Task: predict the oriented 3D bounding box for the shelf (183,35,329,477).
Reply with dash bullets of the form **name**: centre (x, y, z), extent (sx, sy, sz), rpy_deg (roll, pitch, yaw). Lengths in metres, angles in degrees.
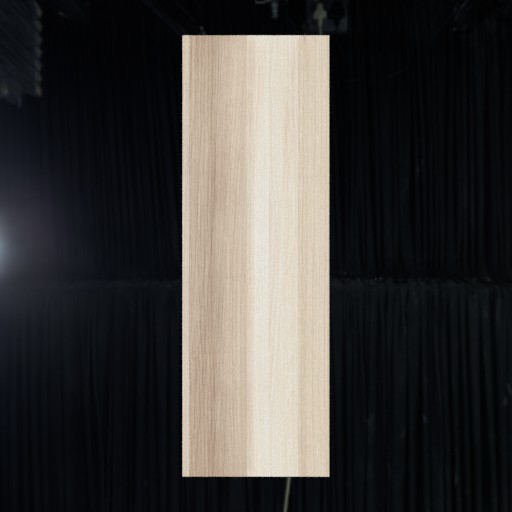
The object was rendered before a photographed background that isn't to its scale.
- **shelf**: centre (0.000, 0.000, 1.021), extent (0.290, 0.872, 0.290), rpy_deg (0, 0, 0)
